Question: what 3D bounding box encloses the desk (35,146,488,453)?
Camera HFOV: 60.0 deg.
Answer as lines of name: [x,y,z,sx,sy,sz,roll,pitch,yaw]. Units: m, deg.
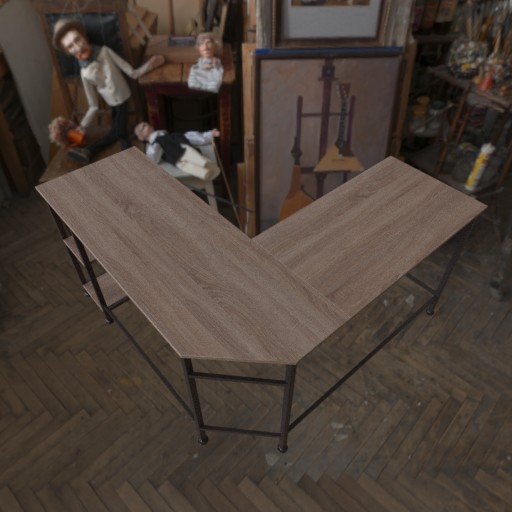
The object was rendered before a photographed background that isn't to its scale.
desk: [0.000,0.000,2.170,1.379,0.739,1.379,-32,54,-27]
